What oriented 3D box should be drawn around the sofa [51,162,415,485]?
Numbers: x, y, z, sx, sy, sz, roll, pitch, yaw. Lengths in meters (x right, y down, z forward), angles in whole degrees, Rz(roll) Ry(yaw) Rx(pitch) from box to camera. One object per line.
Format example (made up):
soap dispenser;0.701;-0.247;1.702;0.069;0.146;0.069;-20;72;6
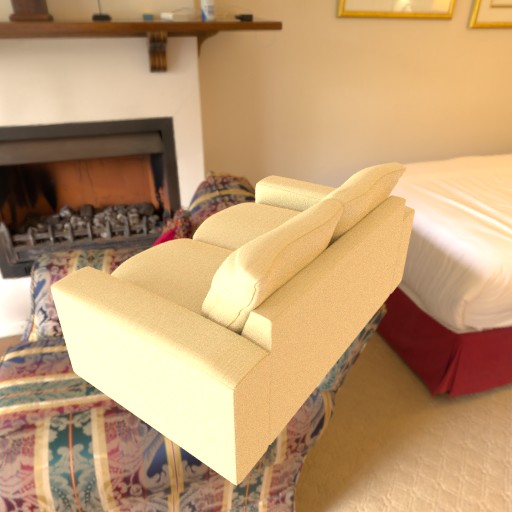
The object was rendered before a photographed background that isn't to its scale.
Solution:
sofa;0.000;0.000;2.346;1.091;0.875;1.754;20;35;30
